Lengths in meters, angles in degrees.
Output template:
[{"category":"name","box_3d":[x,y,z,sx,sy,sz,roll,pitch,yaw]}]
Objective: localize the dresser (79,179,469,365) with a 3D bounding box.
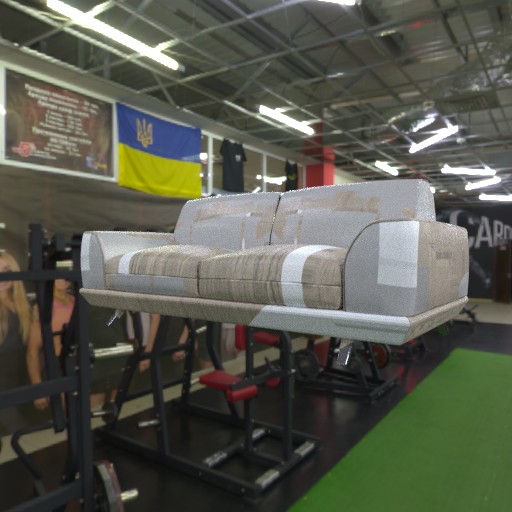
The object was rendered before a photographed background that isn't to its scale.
[{"category":"dresser","box_3d":[0.000,0.000,5.741,4.679,1.863,2.251,1,1,37]}]
